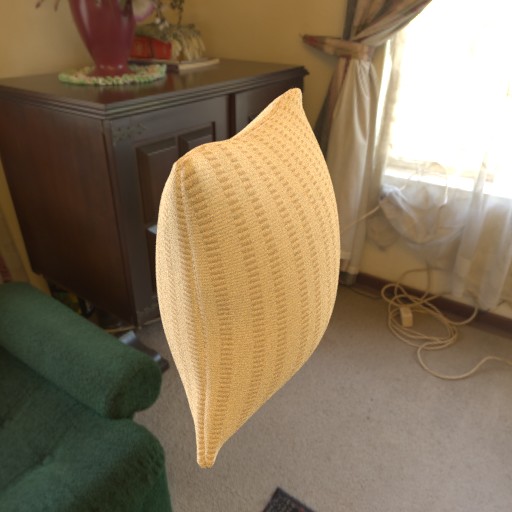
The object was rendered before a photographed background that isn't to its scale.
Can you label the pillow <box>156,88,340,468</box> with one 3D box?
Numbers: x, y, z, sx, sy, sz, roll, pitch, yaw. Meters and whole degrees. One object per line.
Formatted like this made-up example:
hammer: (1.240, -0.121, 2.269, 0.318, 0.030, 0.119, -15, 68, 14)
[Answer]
pillow: (0.000, 0.000, 0.663, 0.247, 0.419, 0.438, 9, 30, 16)
